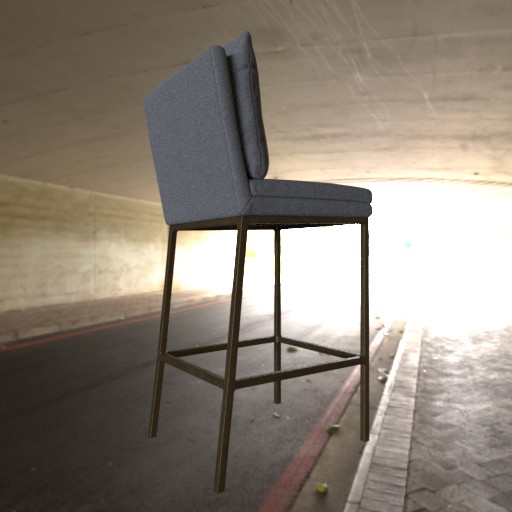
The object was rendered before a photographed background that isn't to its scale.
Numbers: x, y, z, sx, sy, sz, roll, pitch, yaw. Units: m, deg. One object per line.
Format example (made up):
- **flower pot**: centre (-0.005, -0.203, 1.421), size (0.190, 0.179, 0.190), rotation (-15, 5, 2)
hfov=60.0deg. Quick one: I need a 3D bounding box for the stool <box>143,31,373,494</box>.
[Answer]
- **stool**: centre (0.000, 0.000, 1.377), size (0.569, 1.130, 0.463), rotation (0, 0, -36)
